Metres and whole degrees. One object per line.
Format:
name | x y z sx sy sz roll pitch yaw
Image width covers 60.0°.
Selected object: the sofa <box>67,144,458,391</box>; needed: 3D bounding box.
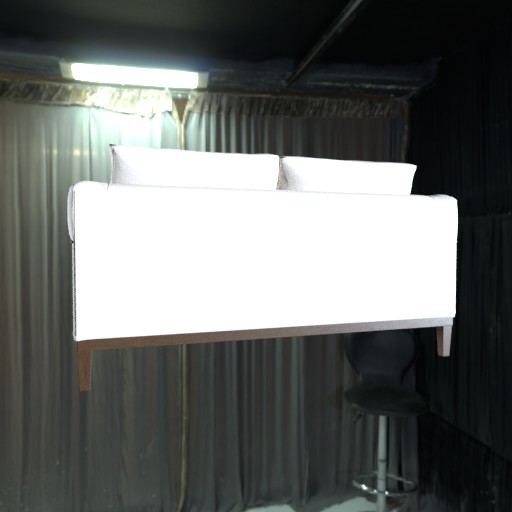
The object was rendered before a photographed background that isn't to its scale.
sofa | 0.000 0.000 2.122 1.598 0.873 0.905 -1 2 -18
